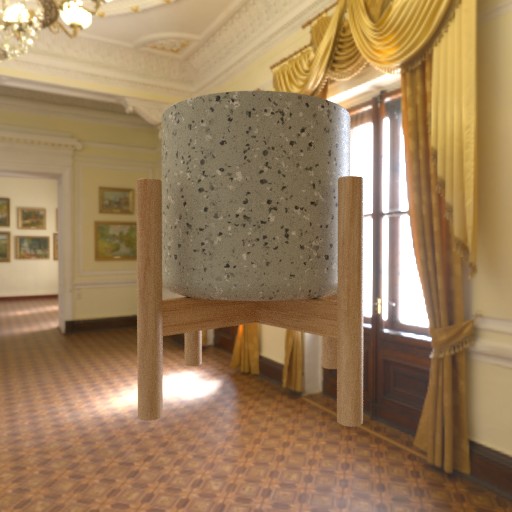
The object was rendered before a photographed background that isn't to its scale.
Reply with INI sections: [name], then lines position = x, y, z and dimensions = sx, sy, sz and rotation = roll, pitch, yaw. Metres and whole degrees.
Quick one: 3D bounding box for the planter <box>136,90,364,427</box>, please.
[planter]
position = 0.000, 0.000, 0.536
dimensions = 0.284, 0.320, 0.284
rotation = 0, 1, -18
